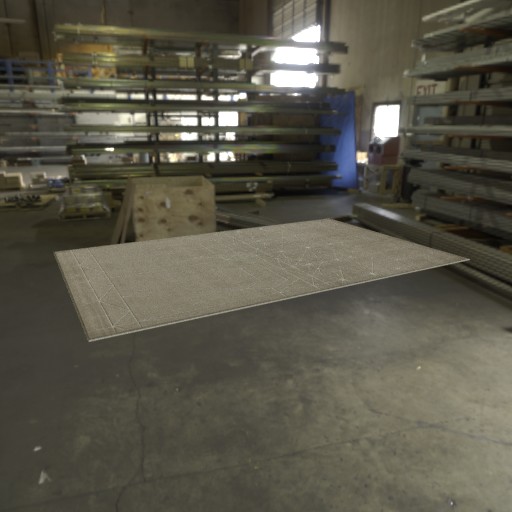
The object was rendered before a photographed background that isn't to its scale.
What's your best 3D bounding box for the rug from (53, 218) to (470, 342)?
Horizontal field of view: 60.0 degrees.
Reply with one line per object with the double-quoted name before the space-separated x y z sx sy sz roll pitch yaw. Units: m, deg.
"rug" 0.000 0.000 3.060 2.438 0.012 1.524 -9 19 -27
